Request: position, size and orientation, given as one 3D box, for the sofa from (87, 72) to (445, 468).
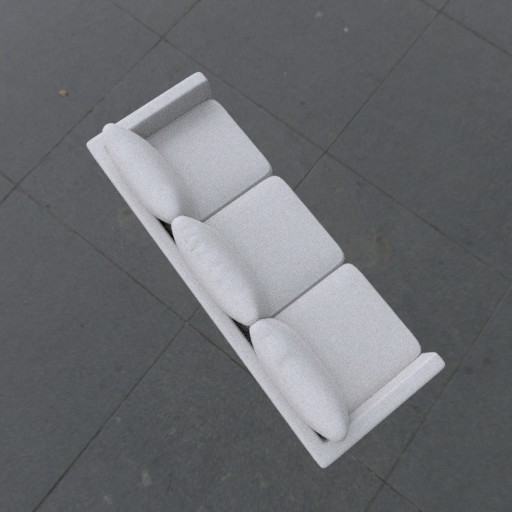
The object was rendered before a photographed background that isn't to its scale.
[{"bbox_3d":[0.000,0.000,2.657,0.859,0.874,2.218,-36,78,-9],"label":"sofa"}]
